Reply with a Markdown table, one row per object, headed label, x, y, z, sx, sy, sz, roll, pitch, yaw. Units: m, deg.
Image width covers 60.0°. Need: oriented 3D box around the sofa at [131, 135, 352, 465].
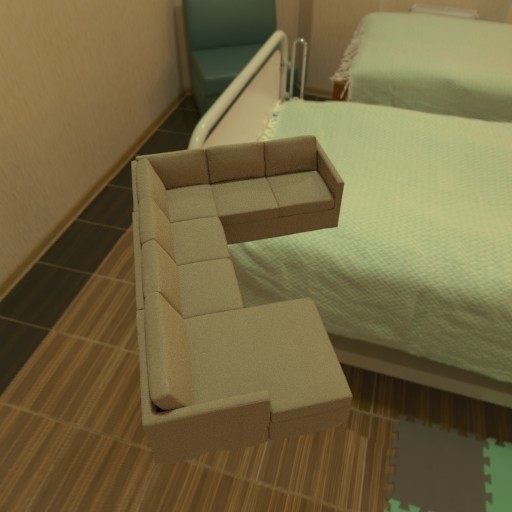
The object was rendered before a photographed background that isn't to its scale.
| label | x | y | z | sx | sy | sz | roll | pitch | yaw |
| --- | --- | --- | --- | --- | --- | --- | --- | --- | --- |
| sofa | 0.000 | 0.000 | 4.644 | 2.476 | 0.878 | 3.528 | -9 | 45 | -9 |
